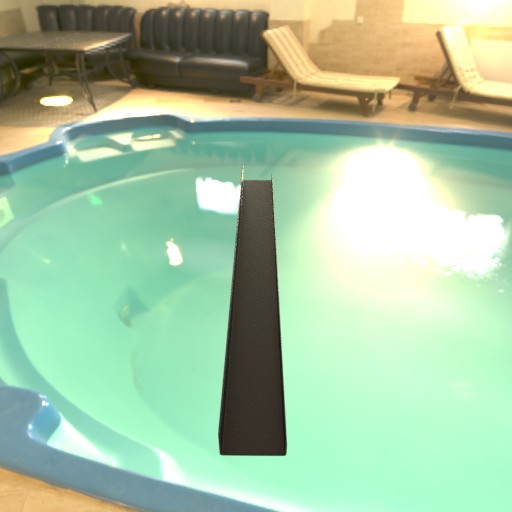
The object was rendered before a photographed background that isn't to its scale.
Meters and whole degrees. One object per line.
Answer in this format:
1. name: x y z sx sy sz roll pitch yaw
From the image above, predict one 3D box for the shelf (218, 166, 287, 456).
1. shelf: 0.000 0.000 0.981 0.092 0.049 0.924 0 33 0
